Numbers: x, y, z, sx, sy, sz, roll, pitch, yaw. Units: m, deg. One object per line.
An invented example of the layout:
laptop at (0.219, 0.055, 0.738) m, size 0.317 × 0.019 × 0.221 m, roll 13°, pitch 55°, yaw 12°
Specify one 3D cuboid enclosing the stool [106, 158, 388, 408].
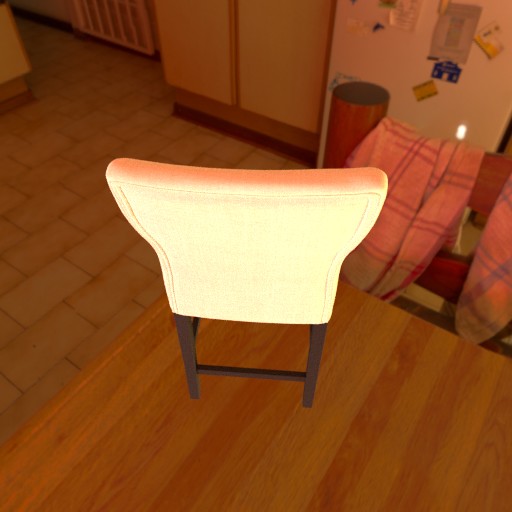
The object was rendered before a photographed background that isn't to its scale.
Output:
stool at (0.000, 0.000, 1.295) m, size 0.514 × 0.972 × 0.603 m, roll 3°, pitch 46°, yaw 3°
